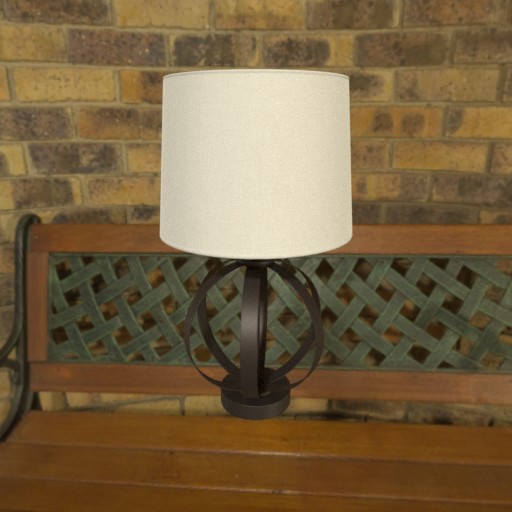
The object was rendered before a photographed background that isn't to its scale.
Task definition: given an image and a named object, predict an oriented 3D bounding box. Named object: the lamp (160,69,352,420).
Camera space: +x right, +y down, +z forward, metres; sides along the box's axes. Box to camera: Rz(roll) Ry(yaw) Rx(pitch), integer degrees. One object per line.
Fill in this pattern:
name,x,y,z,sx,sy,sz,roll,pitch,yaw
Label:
lamp,0.000,0.000,0.686,0.286,0.510,0.286,0,17,0
